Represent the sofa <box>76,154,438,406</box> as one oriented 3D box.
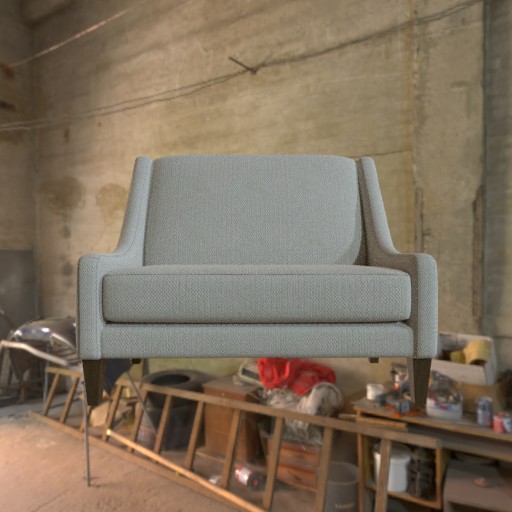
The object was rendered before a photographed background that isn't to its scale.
[{"bbox_3d":[0.000,0.000,1.898,1.242,1.022,0.870,0,0,-1],"label":"sofa"}]
